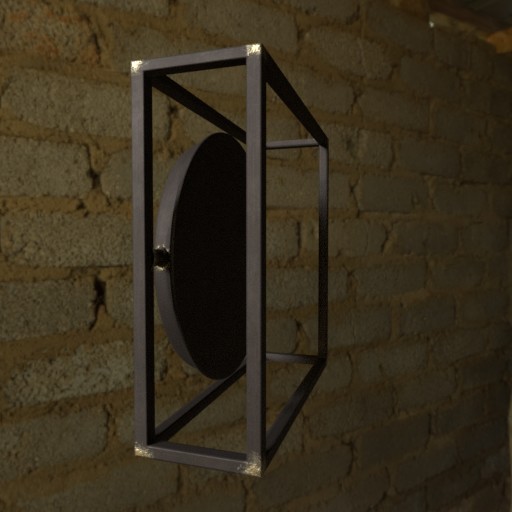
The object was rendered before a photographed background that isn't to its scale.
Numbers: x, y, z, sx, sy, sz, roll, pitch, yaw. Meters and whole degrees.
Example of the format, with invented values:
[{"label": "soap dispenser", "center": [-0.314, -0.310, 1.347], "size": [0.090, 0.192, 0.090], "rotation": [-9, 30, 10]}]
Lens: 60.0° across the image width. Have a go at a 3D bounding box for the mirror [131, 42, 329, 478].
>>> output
[{"label": "mirror", "center": [0.000, 0.000, 0.470], "size": [0.107, 0.303, 0.306], "rotation": [1, 2, 18]}]
